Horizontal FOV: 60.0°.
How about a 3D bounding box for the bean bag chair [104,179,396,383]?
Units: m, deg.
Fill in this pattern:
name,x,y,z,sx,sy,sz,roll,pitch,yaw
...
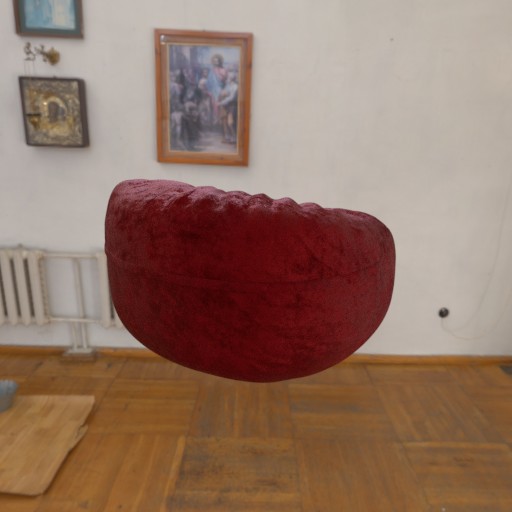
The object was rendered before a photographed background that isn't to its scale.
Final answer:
name,x,y,z,sx,sy,sz,roll,pitch,yaw
bean bag chair,0.000,0.000,2.459,1.524,0.878,1.524,-14,20,-43
